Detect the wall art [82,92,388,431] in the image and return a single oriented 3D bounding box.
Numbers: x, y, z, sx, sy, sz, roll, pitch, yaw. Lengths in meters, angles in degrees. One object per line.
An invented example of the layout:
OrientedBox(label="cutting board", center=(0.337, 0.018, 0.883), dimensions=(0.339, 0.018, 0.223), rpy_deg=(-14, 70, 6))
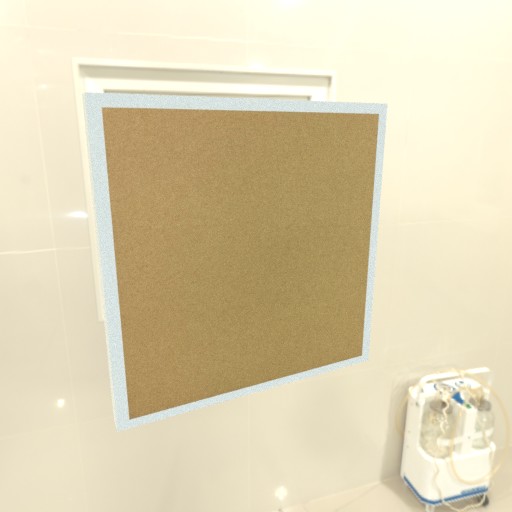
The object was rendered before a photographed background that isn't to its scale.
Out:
OrientedBox(label="wall art", center=(0.000, 0.000, 0.459), dimensions=(0.307, 0.307, 0.020), rpy_deg=(-8, 17, -26))
